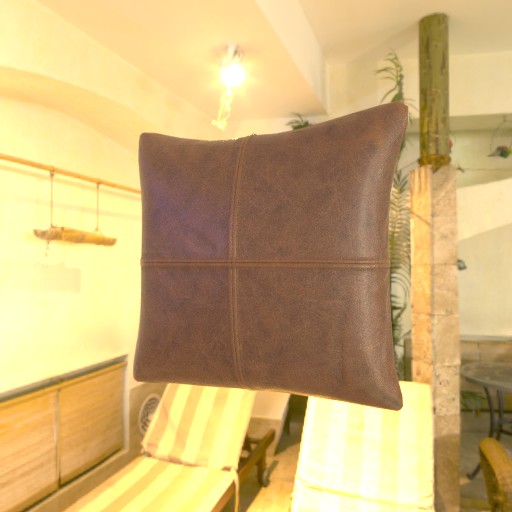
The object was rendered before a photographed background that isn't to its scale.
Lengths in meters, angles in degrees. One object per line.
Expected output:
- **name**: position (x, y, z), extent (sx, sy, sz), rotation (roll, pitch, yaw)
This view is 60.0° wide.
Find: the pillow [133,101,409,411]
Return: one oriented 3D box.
- **pillow**: position (0.000, 0.000, 0.738), extent (0.484, 0.470, 0.192), rotation (0, -1, 19)
